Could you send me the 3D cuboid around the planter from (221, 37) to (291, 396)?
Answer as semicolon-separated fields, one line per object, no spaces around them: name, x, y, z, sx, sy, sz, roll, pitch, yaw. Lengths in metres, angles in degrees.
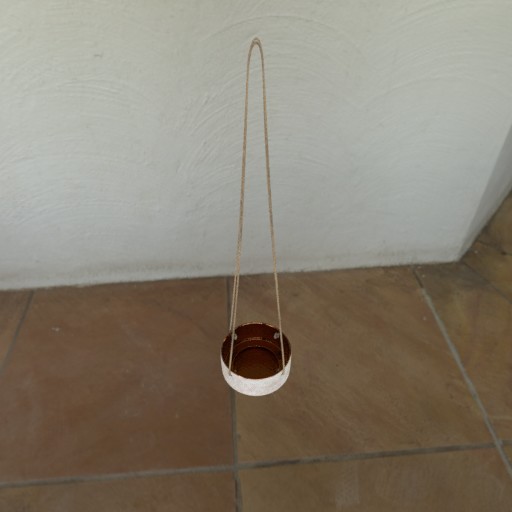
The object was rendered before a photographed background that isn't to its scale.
planter;0.000;0.000;1.134;0.223;1.030;0.223;-1;41;-1
